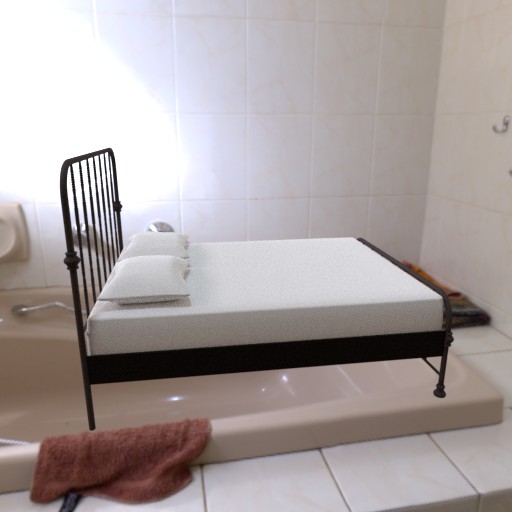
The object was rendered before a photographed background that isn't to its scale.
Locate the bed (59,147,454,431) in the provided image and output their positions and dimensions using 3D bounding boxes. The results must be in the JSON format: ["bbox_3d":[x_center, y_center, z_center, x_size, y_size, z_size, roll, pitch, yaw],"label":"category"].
[{"bbox_3d":[0.000,0.000,3.117,2.134,1.446,1.616,-2,17,-8],"label":"bed"}]
